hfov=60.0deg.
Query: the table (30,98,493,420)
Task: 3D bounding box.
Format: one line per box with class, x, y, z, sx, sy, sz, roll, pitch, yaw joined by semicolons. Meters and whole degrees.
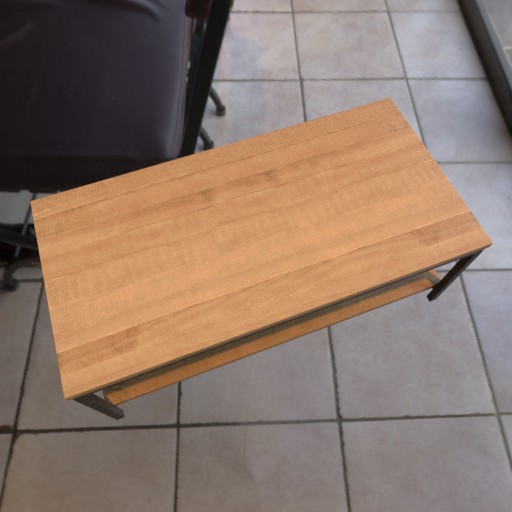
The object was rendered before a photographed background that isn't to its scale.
table;0.000;0.000;1.348;1.100;0.399;0.551;-19;64;-9
